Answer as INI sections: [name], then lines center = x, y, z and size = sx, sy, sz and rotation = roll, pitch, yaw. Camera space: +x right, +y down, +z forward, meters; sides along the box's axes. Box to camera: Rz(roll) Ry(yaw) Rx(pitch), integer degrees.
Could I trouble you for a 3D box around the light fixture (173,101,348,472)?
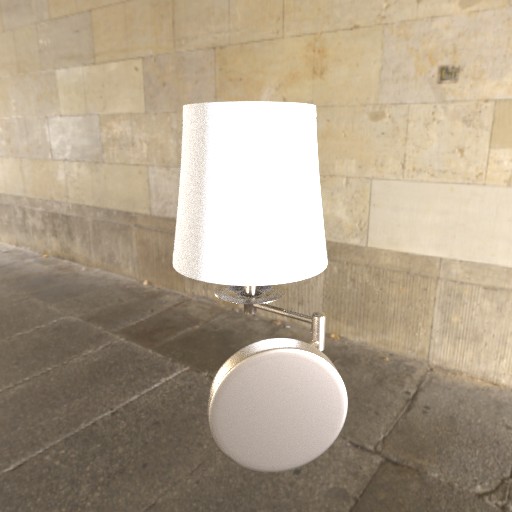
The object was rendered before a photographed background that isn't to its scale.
[light fixture]
center = 0.000, 0.000, 0.583
size = 0.223, 0.381, 0.348
rotation = -2, 15, -8
